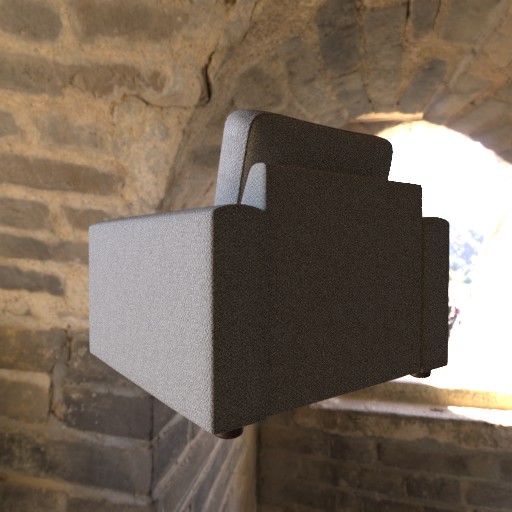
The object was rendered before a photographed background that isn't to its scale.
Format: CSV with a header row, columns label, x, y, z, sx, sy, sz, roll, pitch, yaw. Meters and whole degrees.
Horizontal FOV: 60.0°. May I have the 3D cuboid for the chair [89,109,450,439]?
label,x,y,z,sx,sy,sz,roll,pitch,yaw
chair,0.000,0.000,1.710,1.005,0.873,1.016,-1,2,-36
